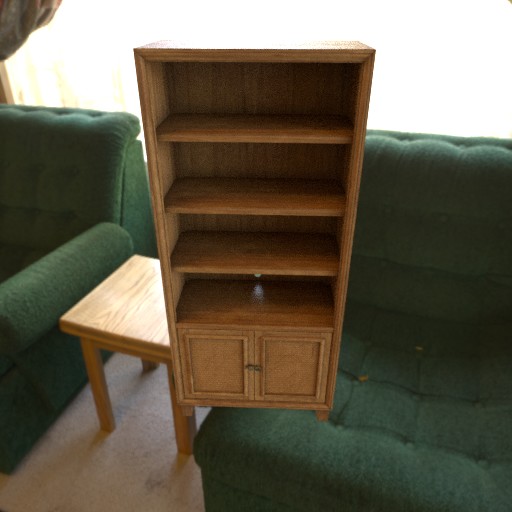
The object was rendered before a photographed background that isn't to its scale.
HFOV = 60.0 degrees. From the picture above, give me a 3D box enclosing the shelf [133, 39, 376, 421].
[{"bbox_3d":[0.000,0.000,2.231,0.864,1.930,0.453,1,30,2],"label":"shelf"}]
